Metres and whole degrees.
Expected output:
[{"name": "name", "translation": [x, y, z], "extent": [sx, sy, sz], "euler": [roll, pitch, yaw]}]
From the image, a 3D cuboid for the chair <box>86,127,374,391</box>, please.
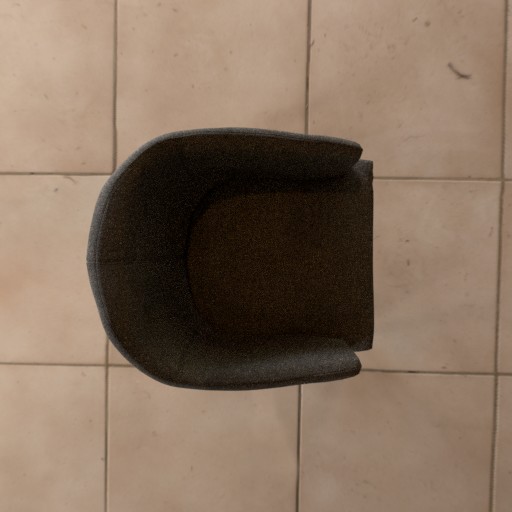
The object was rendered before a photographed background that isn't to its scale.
[{"name": "chair", "translation": [0.000, 0.000, 1.253], "extent": [0.655, 0.811, 0.583], "euler": [0, 91, 1]}]
